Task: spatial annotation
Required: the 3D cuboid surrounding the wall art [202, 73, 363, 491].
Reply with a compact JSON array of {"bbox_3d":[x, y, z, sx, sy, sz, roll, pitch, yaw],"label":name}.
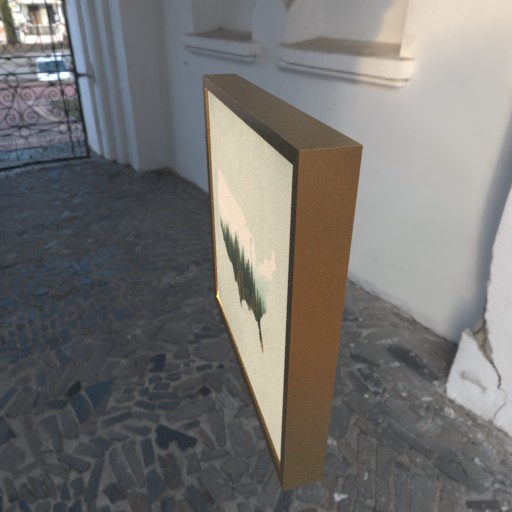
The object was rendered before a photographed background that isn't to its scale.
[{"bbox_3d":[0.000,0.000,0.447,0.038,0.304,0.304,-8,31,-14],"label":"wall art"}]
